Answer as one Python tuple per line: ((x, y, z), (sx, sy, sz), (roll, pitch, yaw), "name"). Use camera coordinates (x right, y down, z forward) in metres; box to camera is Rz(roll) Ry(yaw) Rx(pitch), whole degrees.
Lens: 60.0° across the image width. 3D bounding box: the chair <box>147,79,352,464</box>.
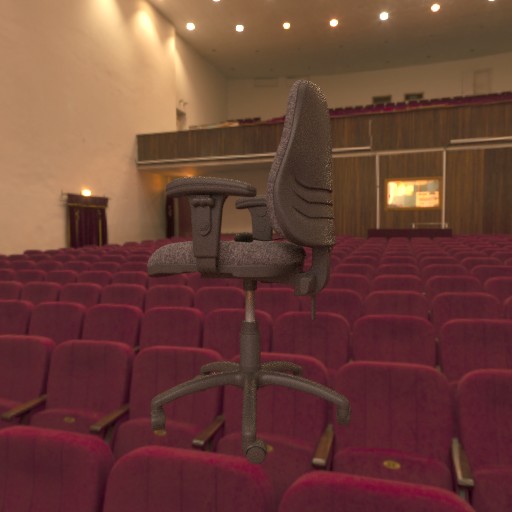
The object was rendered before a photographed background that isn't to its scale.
((0.000, 0.000, 1.250), (0.530, 0.910, 0.550), (1, 3, 18), "chair")
